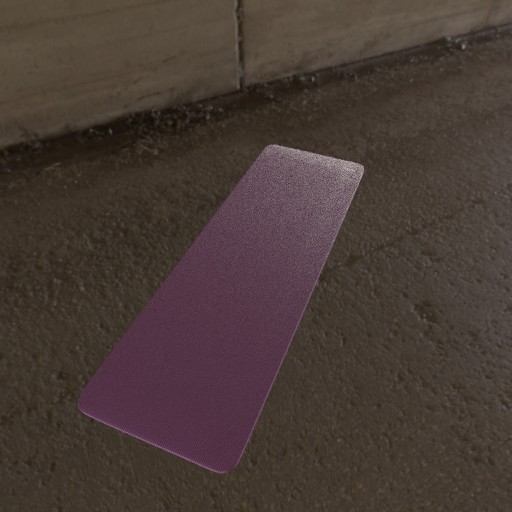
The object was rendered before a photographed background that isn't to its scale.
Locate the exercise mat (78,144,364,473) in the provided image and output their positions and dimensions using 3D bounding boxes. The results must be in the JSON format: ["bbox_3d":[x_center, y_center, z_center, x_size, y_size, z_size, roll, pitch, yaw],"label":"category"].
[{"bbox_3d":[0.000,0.000,2.070,0.616,0.021,1.869,17,48,16],"label":"exercise mat"}]
